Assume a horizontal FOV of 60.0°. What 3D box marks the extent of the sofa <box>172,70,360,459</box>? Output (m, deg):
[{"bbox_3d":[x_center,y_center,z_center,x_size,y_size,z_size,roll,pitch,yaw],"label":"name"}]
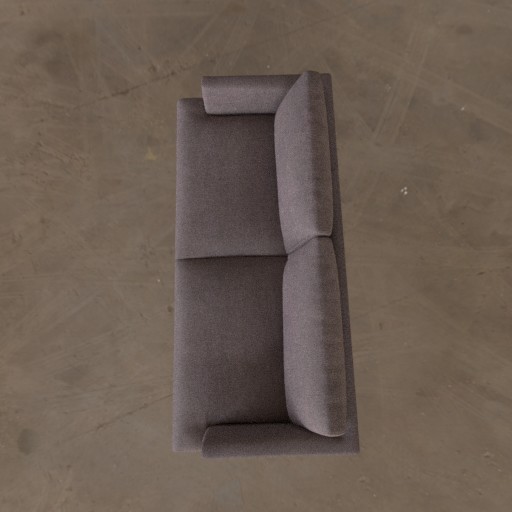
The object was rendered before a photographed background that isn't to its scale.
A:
[{"bbox_3d":[0.000,0.000,2.739,1.020,0.868,2.250,-2,77,0],"label":"sofa"}]
